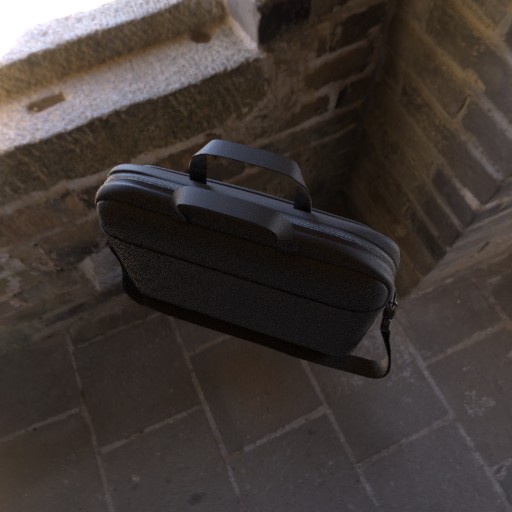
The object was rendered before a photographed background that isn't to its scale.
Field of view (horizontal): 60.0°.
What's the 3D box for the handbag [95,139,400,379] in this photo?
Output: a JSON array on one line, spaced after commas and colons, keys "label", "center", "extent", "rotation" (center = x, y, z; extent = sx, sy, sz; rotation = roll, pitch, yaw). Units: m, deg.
[{"label": "handbag", "center": [0.000, 0.000, 0.565], "extent": [0.429, 0.330, 0.126], "rotation": [17, 63, 9]}]
